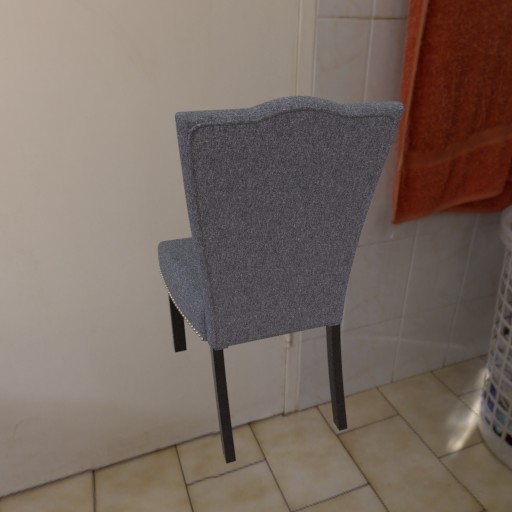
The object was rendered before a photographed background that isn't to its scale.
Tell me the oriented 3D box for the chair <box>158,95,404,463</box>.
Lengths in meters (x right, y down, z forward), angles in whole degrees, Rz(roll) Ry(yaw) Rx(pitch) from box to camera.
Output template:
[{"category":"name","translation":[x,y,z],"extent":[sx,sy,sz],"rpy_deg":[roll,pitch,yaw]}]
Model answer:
[{"category":"chair","translation":[0.000,0.000,1.304],"extent":[0.518,0.946,0.589],"rpy_deg":[-9,28,-17]}]
